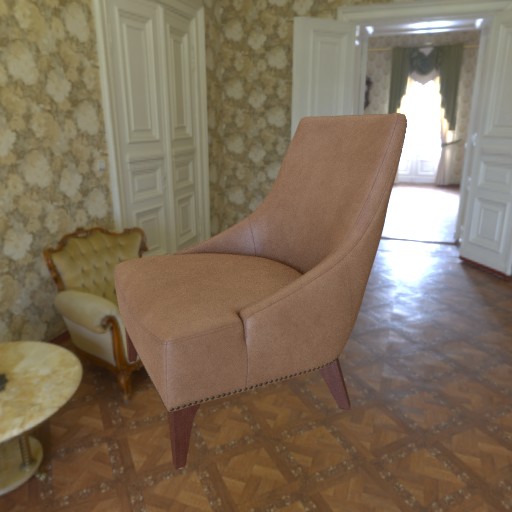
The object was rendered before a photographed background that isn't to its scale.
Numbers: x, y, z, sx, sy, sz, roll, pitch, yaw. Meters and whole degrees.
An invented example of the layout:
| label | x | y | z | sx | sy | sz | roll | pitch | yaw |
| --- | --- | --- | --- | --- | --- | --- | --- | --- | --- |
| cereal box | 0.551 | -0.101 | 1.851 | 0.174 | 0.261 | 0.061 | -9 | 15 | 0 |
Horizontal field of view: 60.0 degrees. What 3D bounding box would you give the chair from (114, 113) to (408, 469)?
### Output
| label | x | y | z | sx | sy | sz | roll | pitch | yaw |
| --- | --- | --- | --- | --- | --- | --- | --- | --- | --- |
| chair | 0.000 | 0.000 | 1.482 | 0.861 | 0.909 | 0.701 | -8 | 18 | -25 |
